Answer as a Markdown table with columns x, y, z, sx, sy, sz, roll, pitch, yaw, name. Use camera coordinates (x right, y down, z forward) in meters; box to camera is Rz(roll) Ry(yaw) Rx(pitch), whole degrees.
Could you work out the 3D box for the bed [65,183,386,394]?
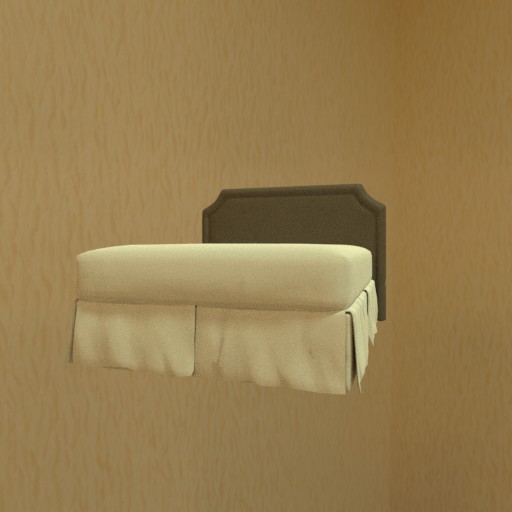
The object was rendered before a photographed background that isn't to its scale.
| x | y | z | sx | sy | sz | roll | pitch | yaw | name |
| --- | --- | --- | --- | --- | --- | --- | --- | --- | --- |
| 0.000 | 0.000 | 3.337 | 1.831 | 1.297 | 2.181 | 0 | 2 | 18 | bed |
